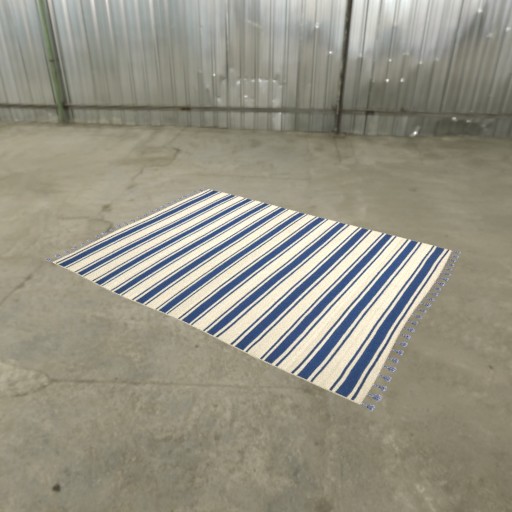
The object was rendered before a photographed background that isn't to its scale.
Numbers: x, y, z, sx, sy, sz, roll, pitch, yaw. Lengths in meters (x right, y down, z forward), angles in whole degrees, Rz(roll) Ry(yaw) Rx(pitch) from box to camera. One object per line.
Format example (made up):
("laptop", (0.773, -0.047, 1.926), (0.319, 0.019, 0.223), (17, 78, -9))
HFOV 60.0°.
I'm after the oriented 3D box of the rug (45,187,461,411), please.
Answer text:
("rug", (0.000, 0.000, 4.440), (3.416, 0.016, 2.471), (18, 34, 29))
